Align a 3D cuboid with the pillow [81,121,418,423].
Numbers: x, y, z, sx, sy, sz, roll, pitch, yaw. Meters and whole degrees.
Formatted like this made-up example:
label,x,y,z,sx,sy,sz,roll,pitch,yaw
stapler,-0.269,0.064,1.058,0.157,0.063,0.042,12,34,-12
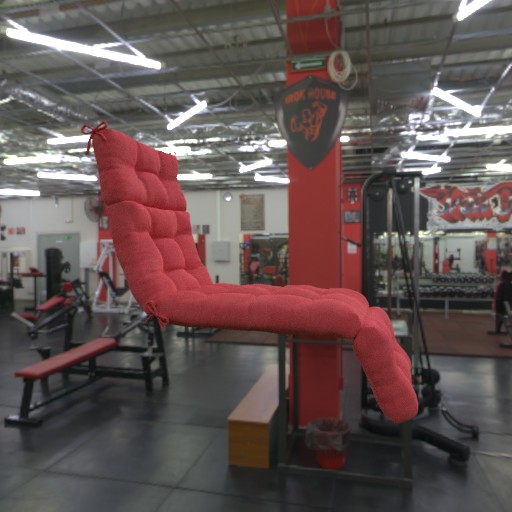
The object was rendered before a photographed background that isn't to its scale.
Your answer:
label,x,y,z,sx,sy,sz,roll,pitch,yaw
pillow,0.000,0.000,1.502,1.016,0.863,0.526,0,1,17
